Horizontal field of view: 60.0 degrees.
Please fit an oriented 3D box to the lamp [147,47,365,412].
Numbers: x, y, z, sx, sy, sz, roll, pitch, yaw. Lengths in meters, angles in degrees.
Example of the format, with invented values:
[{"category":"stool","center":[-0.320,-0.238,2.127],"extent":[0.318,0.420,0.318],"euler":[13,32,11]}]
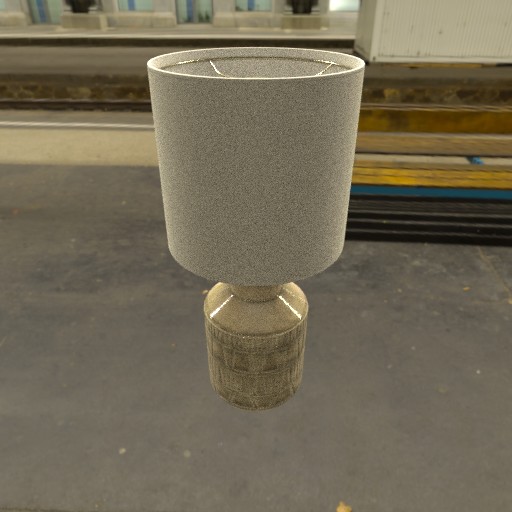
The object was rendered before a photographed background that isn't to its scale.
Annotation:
[{"category":"lamp","center":[0.000,0.000,0.557],"extent":[0.211,0.455,0.211],"euler":[-10,33,-16]}]
